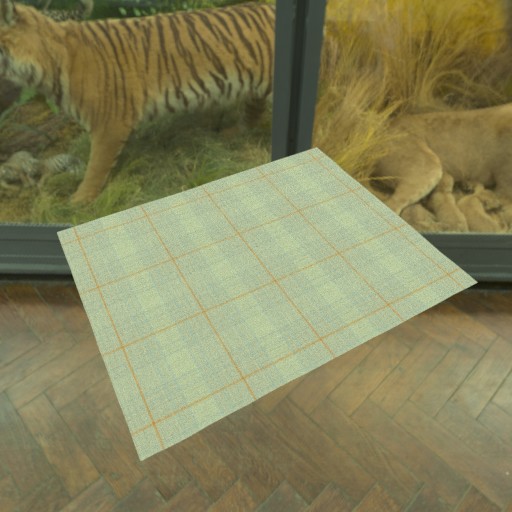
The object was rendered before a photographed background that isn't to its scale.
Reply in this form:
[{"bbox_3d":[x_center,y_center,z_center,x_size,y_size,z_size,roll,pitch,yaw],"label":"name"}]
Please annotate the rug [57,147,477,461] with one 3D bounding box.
[{"bbox_3d":[0.000,0.000,4.064,3.051,0.021,2.448,-22,50,-20],"label":"rug"}]
